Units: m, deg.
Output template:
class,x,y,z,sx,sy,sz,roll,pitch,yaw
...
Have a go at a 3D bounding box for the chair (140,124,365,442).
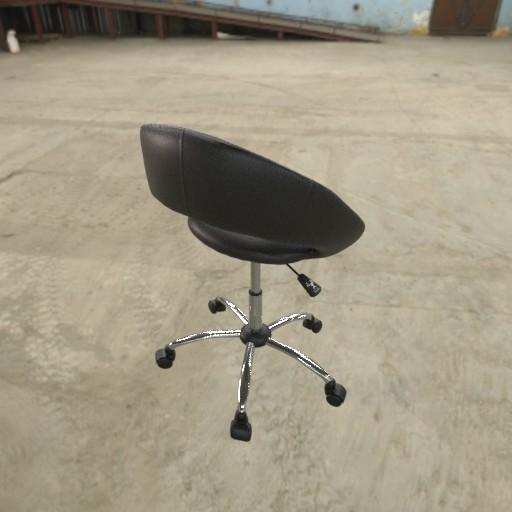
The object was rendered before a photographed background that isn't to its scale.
class,x,y,z,sx,sy,sz,roll,pitch,yaw
chair,0.000,0.000,1.208,0.612,0.791,0.538,23,38,32
